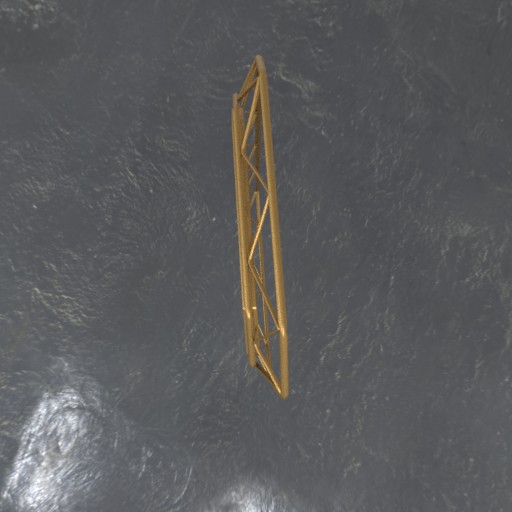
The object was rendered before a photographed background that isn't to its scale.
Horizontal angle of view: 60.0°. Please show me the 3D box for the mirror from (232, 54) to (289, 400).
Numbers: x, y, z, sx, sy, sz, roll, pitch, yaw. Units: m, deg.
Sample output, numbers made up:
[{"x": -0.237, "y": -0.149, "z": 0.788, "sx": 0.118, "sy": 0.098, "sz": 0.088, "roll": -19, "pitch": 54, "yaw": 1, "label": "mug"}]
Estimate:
[{"x": 0.000, "y": 0.000, "z": 0.715, "sx": 0.042, "sy": 0.566, "sz": 0.417, "roll": -4, "pitch": 77, "yaw": -1, "label": "mirror"}]
